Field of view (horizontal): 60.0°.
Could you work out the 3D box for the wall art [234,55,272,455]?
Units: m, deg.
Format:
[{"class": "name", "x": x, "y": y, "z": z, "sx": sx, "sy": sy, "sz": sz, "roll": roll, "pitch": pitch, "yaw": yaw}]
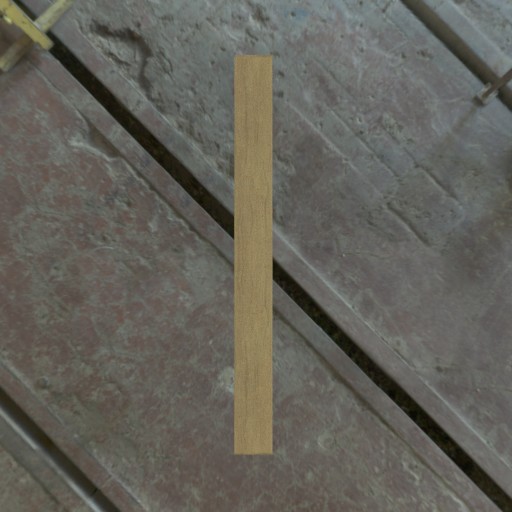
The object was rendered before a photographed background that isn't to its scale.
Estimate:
[{"class": "wall art", "x": 0.000, "y": 0.000, "z": 0.535, "sx": 0.030, "sy": 0.380, "sz": 0.312, "roll": 0, "pitch": 90, "yaw": 1}]
